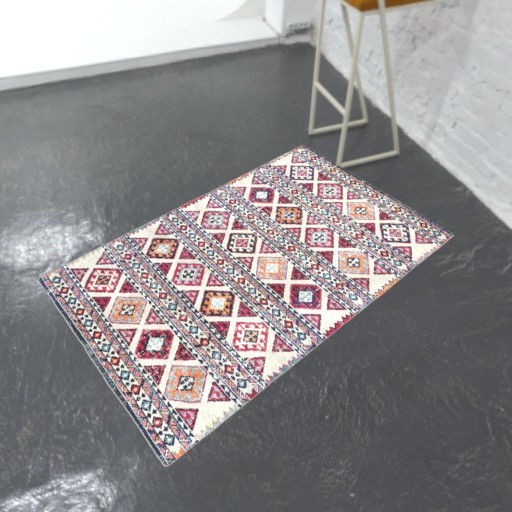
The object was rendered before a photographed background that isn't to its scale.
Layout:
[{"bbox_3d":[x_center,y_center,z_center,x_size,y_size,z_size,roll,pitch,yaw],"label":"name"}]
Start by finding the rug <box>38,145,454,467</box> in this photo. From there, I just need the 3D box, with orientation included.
[{"bbox_3d":[0.000,0.000,3.025,2.440,0.010,1.545,-32,54,-27],"label":"rug"}]
